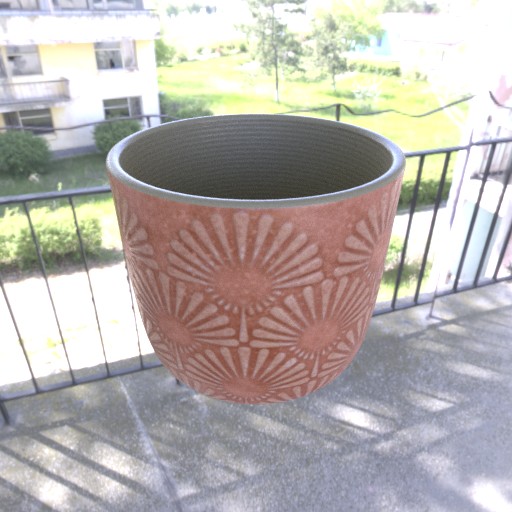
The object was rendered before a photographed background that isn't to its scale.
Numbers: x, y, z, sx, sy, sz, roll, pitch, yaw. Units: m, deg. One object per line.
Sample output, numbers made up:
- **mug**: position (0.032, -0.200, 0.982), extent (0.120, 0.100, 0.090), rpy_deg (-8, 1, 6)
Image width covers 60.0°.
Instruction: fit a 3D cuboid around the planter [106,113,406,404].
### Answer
- **planter**: position (0.000, 0.000, 0.217), extent (0.124, 0.109, 0.124), rpy_deg (0, 30, 0)
